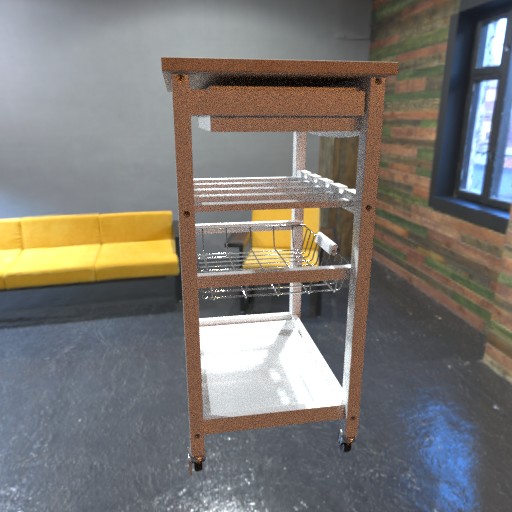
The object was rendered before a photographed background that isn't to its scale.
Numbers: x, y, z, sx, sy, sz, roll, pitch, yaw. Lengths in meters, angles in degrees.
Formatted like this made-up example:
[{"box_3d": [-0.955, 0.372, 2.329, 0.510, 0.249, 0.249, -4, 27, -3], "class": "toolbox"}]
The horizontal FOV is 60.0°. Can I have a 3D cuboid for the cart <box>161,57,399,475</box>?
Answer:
[{"box_3d": [0.000, 0.000, 1.134, 0.406, 0.857, 0.578, -3, 17, -9], "class": "cart"}]
